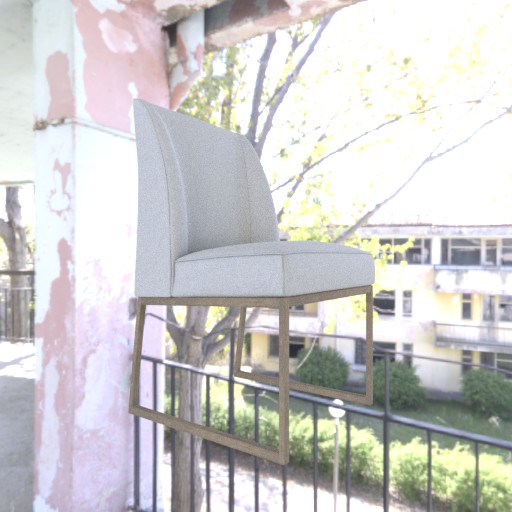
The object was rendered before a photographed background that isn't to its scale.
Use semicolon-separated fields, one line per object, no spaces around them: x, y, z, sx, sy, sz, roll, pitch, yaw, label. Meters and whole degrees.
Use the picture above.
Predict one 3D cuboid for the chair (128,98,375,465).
0.000;0.000;1.250;0.522;0.863;0.508;0;0;37;chair
